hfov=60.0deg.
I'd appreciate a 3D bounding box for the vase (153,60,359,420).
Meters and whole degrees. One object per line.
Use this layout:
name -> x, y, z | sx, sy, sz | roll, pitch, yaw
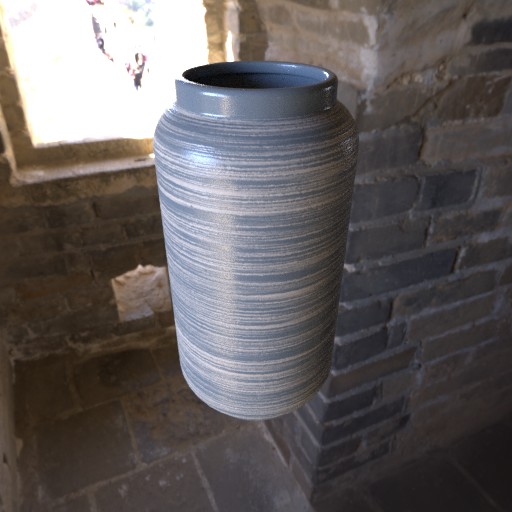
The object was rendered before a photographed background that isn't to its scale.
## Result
vase -> 0.000, 0.000, 0.297 | 0.116, 0.230, 0.116 | 0, 32, 0
